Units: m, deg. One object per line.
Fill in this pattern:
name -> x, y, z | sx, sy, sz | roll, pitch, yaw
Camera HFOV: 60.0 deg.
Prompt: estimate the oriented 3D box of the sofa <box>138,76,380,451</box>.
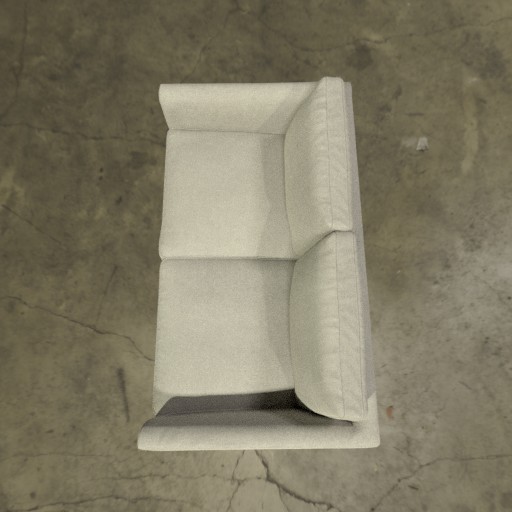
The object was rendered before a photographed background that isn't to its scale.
sofa -> 0.000, 0.000, 2.424 | 1.091, 0.839, 1.905 | -1, 74, 0
